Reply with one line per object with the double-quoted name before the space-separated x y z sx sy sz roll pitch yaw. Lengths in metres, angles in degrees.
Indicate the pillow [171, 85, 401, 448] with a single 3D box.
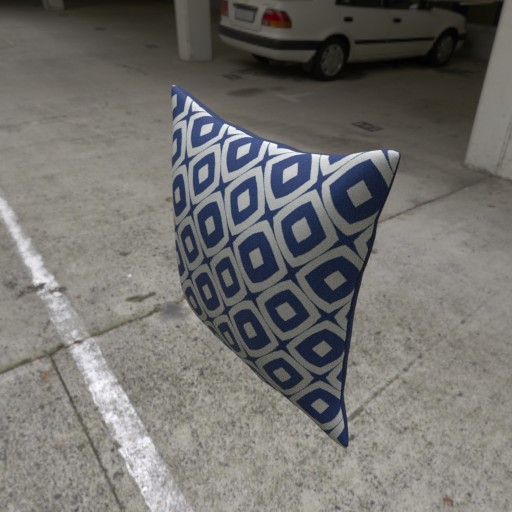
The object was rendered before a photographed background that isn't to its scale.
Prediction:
"pillow" 0.000 0.000 0.764 0.188 0.494 0.504 -21 37 -31
